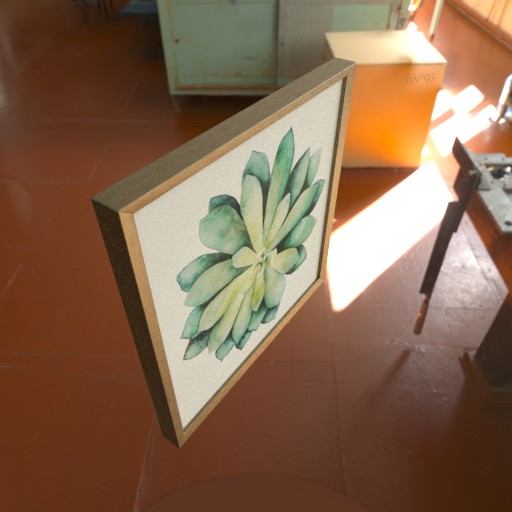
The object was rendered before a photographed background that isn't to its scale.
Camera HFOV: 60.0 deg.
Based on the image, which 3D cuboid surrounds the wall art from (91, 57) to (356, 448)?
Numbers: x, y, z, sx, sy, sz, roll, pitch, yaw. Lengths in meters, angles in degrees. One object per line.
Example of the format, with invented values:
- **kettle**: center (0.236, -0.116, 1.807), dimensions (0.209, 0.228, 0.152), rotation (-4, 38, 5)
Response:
- **wall art**: center (0.000, 0.000, 0.750), dimensions (0.040, 0.506, 0.503), rotation (26, 48, 26)
